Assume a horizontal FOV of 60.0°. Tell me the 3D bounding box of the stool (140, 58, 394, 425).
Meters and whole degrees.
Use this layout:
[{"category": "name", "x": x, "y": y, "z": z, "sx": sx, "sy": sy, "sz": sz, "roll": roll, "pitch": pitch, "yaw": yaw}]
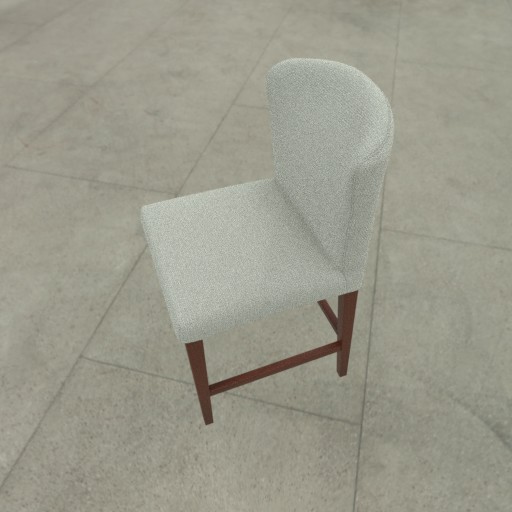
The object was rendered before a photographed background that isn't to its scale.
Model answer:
[{"category": "stool", "x": 0.000, "y": 0.000, "z": 1.283, "sx": 0.568, "sy": 0.969, "sz": 0.481, "roll": -15, "pitch": 48, "yaw": -14}]
